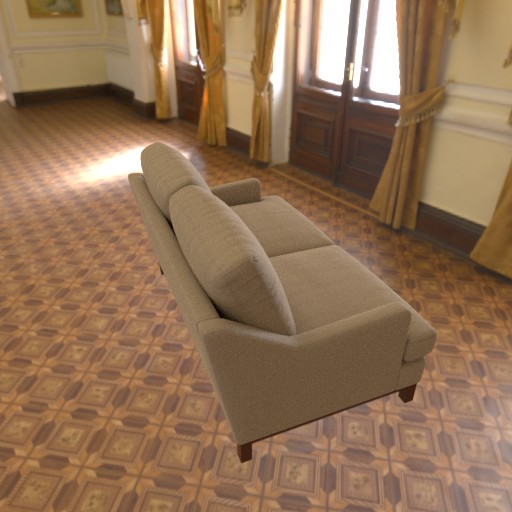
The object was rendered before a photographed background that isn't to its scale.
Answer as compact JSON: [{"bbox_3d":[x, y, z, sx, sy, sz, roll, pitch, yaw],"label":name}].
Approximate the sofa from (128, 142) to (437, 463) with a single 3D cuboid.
[{"bbox_3d":[0.000,0.000,2.284,1.004,0.910,1.619,-12,32,-19],"label":"sofa"}]
